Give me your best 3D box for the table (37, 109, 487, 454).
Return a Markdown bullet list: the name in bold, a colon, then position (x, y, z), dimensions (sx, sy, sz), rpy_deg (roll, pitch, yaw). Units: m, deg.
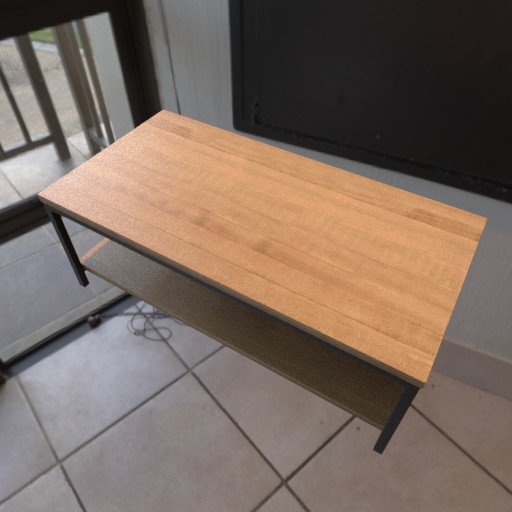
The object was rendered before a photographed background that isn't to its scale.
- **table**: position (0.000, 0.000, 1.352), dimensions (1.100, 0.399, 0.551), rpy_deg (24, 51, 21)
